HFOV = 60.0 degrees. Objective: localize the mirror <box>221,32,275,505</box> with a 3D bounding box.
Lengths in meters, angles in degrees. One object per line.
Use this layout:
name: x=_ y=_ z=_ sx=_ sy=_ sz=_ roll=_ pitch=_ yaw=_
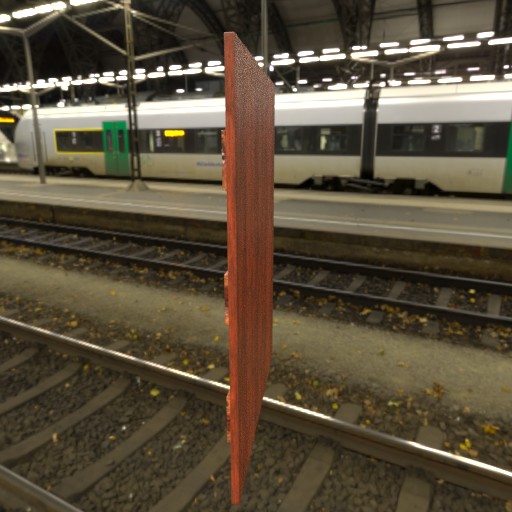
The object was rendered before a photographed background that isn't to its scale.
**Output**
mirror: x=0.000 y=0.000 z=1.014 sx=0.021 sy=0.805 sz=0.600 roll=2 pitch=14 yaw=8
